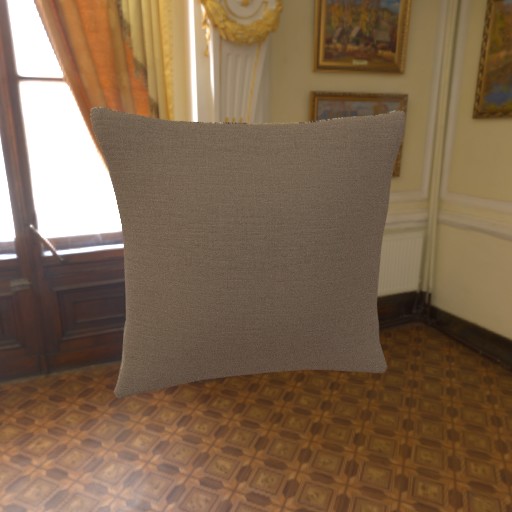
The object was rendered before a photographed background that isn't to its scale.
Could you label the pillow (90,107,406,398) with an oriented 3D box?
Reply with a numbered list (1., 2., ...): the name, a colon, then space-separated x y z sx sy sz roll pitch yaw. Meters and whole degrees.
1. pillow: 0.000 0.000 0.658 0.435 0.416 0.189 -3 16 -10
